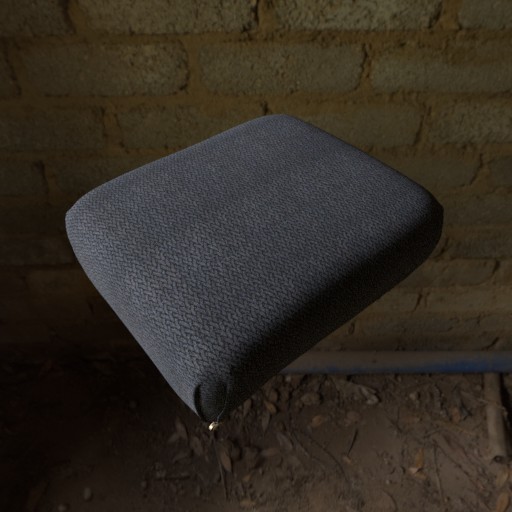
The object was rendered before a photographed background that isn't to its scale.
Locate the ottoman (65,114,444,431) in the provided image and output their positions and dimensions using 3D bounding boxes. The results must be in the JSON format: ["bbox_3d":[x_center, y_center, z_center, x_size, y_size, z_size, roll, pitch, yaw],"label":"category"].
[{"bbox_3d":[0.000,0.000,1.145,0.747,0.450,0.622,-31,53,-27],"label":"ottoman"}]
